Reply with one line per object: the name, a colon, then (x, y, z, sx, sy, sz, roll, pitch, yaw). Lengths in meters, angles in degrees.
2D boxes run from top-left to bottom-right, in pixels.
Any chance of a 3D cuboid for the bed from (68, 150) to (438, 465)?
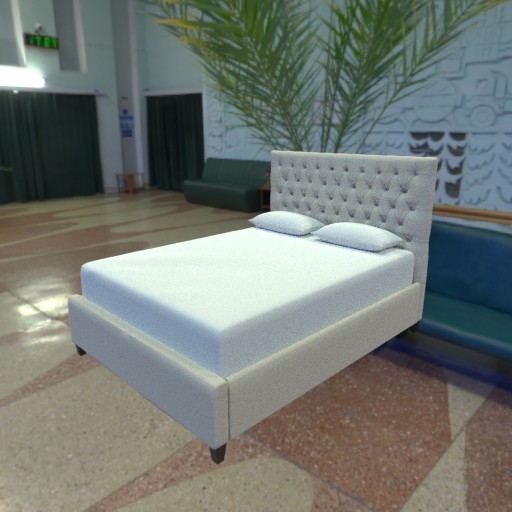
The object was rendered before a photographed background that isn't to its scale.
bed: (0.000, 0.000, 3.326, 2.233, 1.426, 1.696, -15, 22, -43)
